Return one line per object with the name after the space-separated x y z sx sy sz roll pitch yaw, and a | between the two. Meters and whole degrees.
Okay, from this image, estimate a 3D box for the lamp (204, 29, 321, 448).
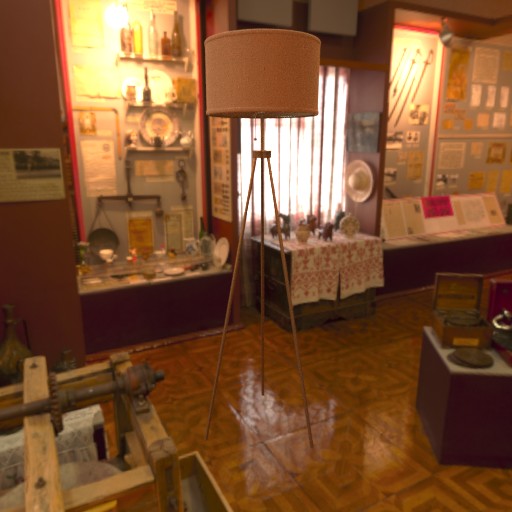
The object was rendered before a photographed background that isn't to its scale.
0.000 0.000 1.744 0.460 1.545 0.449 -7 16 -25 | lamp
